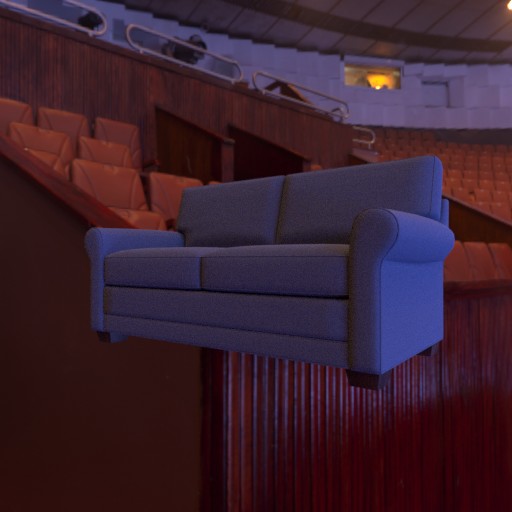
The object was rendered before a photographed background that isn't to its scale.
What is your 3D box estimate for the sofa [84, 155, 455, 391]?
[{"bbox_3d":[0.000,0.000,2.492,1.930,1.020,0.940,0,-1,36],"label":"sofa"}]
